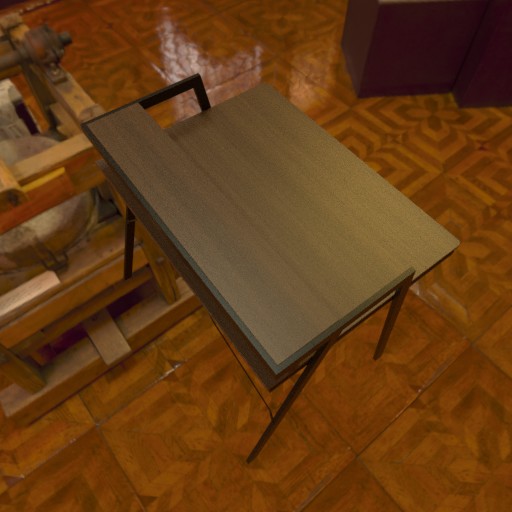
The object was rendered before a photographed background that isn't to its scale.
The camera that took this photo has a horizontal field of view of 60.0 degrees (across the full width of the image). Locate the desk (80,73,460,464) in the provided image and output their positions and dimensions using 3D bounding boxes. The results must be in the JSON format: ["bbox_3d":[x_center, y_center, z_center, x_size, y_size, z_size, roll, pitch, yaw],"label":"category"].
[{"bbox_3d":[0.000,0.000,1.880,0.936,0.998,1.143,-32,62,-19],"label":"desk"}]
